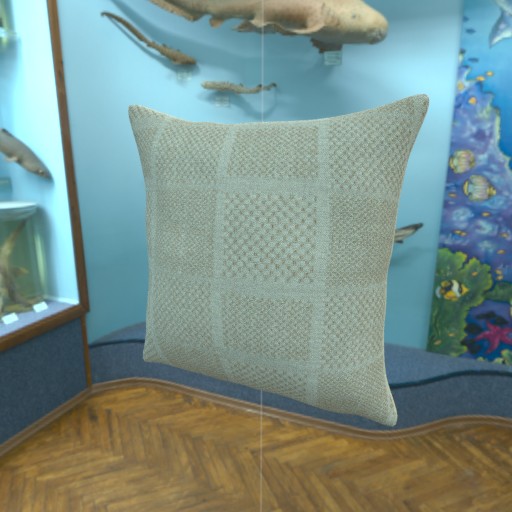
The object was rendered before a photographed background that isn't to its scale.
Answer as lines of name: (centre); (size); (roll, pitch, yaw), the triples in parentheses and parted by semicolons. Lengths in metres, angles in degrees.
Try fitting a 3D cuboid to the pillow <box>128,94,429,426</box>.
pillow: (0.000, 0.000, 0.647); (0.436, 0.432, 0.138); (7, 16, 25)
